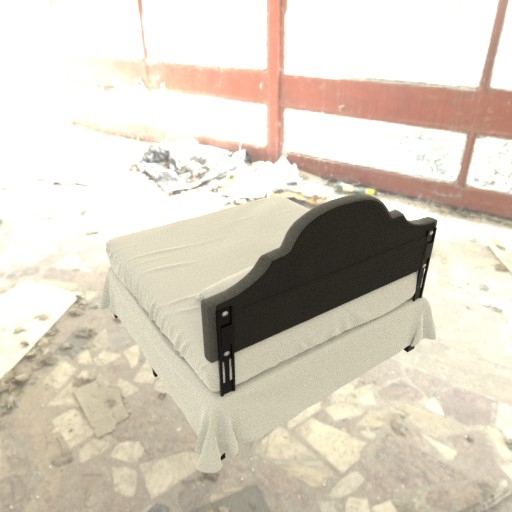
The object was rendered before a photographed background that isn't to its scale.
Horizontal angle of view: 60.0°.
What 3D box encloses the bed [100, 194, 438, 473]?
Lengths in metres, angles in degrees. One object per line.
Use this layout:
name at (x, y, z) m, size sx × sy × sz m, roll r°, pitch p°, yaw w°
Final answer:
bed at (0.000, 0.000, 3.727) m, size 2.303 × 1.631 × 2.222 m, roll -18°, pitch 34°, yaw -30°
